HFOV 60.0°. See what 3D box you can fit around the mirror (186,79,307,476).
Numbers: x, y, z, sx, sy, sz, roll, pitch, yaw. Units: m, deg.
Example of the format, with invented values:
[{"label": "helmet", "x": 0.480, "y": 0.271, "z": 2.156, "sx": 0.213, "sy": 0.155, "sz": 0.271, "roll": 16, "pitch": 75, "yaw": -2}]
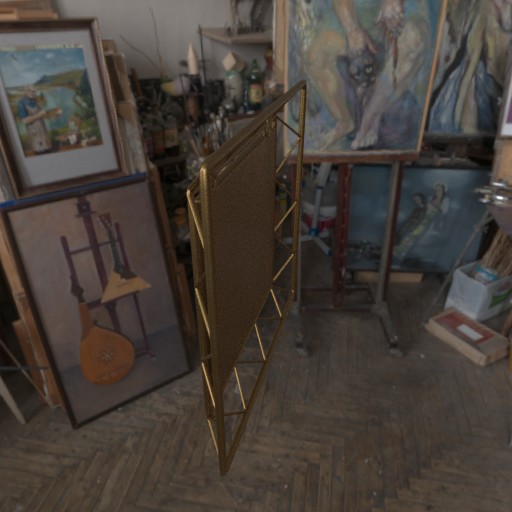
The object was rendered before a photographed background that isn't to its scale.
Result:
[{"label": "mirror", "x": 0.000, "y": 0.000, "z": 0.630, "sx": 0.046, "sy": 0.414, "sz": 0.416, "roll": 9, "pitch": 32, "yaw": 14}]
